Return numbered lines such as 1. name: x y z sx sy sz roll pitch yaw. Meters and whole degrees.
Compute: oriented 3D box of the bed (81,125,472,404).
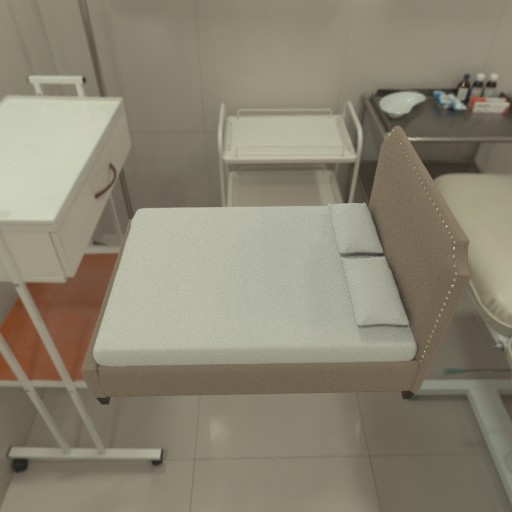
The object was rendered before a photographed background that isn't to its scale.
1. bed: 0.000 0.000 3.405 2.372 1.443 1.713 -1 42 -1
